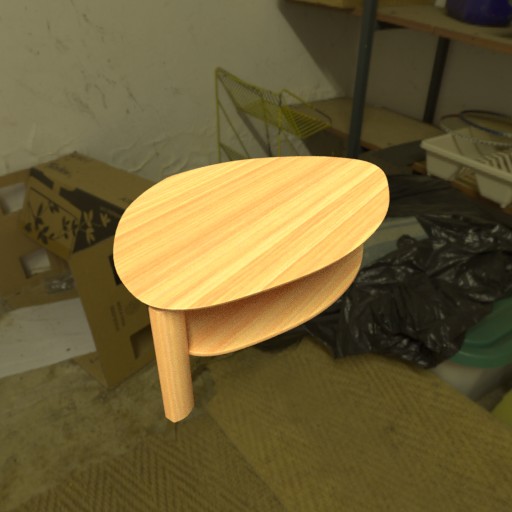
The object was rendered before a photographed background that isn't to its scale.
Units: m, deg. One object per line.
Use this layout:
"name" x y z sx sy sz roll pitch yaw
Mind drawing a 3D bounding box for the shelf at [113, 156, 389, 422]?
"shelf" 0.000 0.000 1.665 0.845 0.440 1.246 20 37 30
